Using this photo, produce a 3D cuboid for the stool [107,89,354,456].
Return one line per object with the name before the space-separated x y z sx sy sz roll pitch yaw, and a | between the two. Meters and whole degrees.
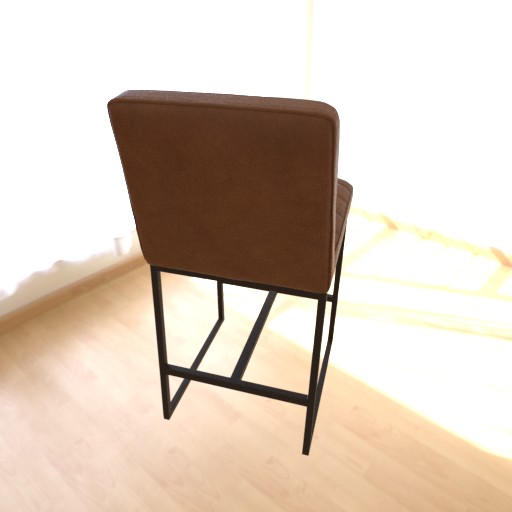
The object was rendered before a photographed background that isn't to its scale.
stool | 0.000 0.000 1.219 0.458 0.940 0.556 9 32 14
